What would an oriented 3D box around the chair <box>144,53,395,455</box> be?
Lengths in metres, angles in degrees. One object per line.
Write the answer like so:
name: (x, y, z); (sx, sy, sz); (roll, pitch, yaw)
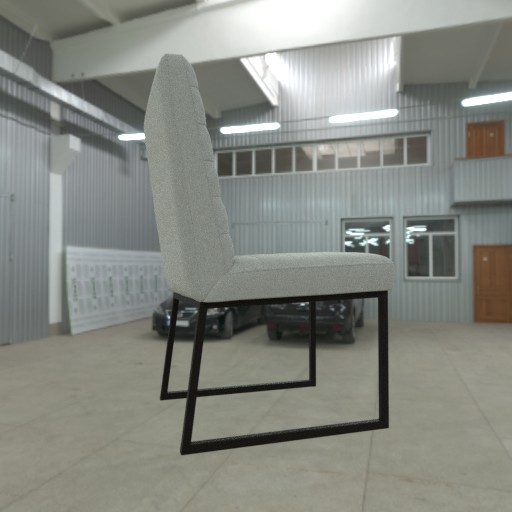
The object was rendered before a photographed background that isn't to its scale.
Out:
chair: (0.000, 0.000, 1.325); (0.634, 0.930, 0.520); (1, -2, -18)
